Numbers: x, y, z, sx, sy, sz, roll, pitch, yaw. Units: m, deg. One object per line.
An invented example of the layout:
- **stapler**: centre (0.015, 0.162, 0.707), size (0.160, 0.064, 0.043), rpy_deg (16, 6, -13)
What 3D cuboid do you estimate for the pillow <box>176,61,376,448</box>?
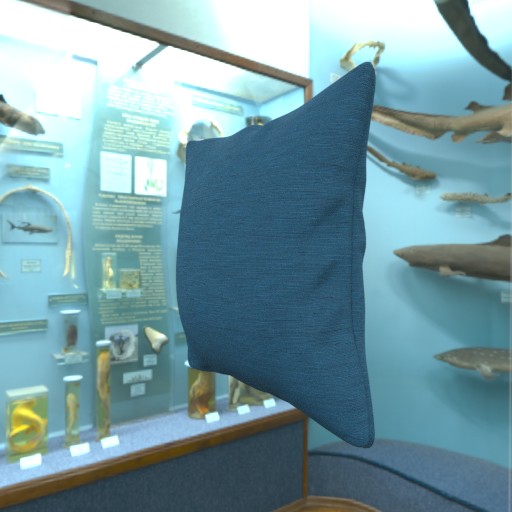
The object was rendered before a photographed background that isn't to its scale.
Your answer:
- **pillow**: centre (0.000, 0.000, 0.649), size (0.177, 0.420, 0.437), rpy_deg (-1, 1, -35)
